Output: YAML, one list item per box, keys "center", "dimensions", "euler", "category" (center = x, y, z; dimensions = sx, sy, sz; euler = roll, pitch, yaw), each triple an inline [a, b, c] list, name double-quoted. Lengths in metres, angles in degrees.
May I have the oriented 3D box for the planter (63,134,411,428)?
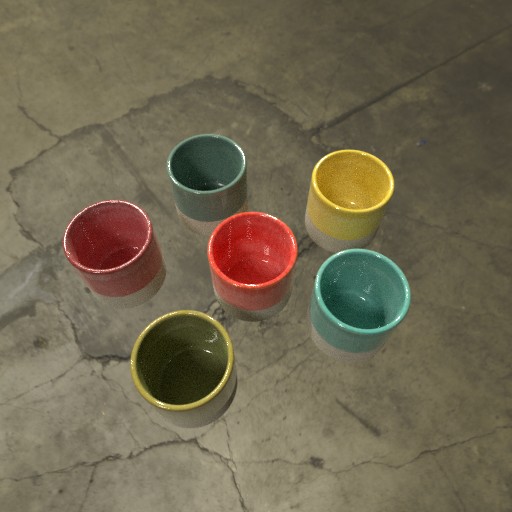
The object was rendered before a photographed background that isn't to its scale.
- center: [0.000, 0.000, 0.405]
  dimensions: [0.286, 0.075, 0.257]
  euler: [-32, 65, -17]
  category: "planter"
